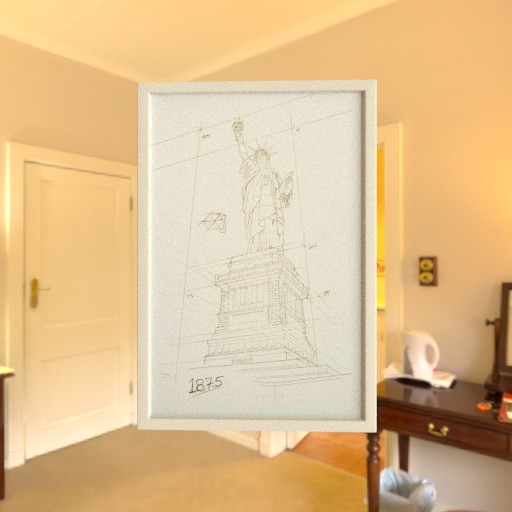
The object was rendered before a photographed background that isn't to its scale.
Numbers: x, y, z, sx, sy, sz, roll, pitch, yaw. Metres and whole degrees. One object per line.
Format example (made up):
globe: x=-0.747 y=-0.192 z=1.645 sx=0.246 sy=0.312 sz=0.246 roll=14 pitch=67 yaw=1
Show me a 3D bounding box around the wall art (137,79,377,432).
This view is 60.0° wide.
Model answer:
wall art: x=0.000 y=0.000 z=1.512 sx=0.808 sy=1.183 sz=0.038 roll=0 pitch=0 yaw=2
